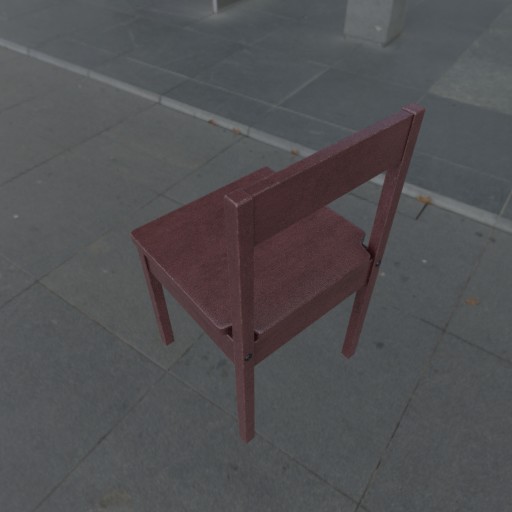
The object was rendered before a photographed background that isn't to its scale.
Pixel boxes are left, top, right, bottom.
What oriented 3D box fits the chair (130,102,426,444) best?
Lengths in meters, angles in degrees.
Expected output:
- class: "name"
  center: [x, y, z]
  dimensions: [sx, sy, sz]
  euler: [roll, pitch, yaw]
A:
- class: "chair"
  center: [0.000, 0.000, 0.906]
  dimensions: [0.367, 0.668, 0.361]
  euler: [-31, 53, -27]
